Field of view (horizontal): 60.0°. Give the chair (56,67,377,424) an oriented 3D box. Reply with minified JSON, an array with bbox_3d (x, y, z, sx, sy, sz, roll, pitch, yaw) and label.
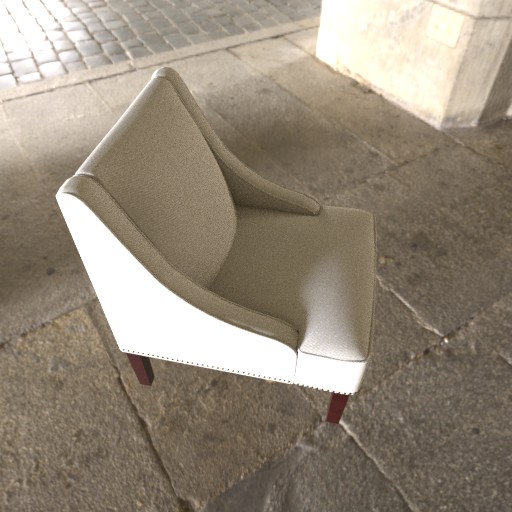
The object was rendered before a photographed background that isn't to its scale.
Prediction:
[{"bbox_3d":[0.000,0.000,1.390,0.748,0.872,0.628,9,48,8],"label":"chair"}]
